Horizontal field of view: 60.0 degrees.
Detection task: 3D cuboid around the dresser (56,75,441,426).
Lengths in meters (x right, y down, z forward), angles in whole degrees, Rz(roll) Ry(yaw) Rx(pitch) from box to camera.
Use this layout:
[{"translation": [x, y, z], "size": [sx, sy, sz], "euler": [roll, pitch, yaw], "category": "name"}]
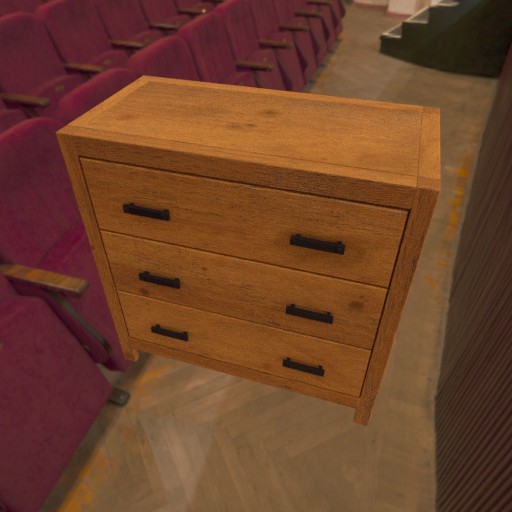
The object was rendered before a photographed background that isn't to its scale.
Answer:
[{"translation": [0.000, 0.000, 1.272], "size": [0.804, 0.804, 0.427], "euler": [11, 41, 13], "category": "dresser"}]
